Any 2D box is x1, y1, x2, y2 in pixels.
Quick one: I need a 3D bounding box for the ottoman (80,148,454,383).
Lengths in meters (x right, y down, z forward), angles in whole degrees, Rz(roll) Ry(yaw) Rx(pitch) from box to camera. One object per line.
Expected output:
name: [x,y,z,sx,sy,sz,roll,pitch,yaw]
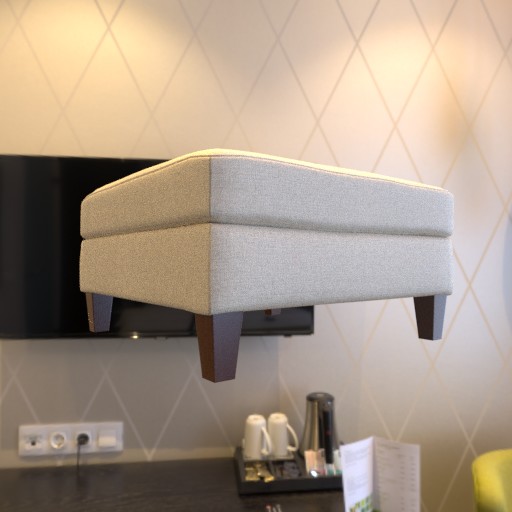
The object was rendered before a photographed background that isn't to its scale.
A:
ottoman: [0.000,0.000,1.353,0.838,0.478,0.838,0,-1,-37]
